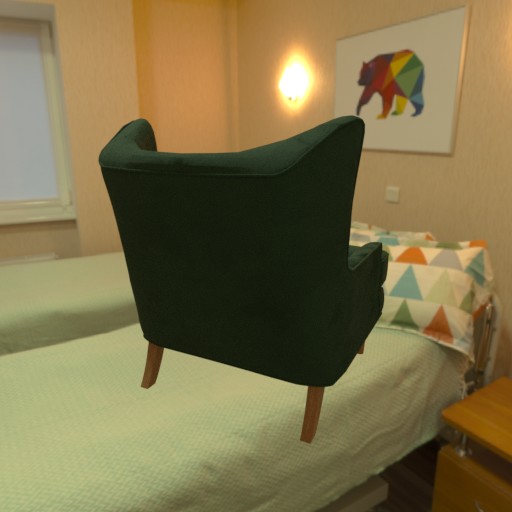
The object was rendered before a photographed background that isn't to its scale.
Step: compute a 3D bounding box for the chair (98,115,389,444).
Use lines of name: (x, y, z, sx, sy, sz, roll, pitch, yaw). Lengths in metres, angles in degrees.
chair: (0.000, 0.000, 1.601, 0.793, 0.952, 0.910, 8, 18, 27)
